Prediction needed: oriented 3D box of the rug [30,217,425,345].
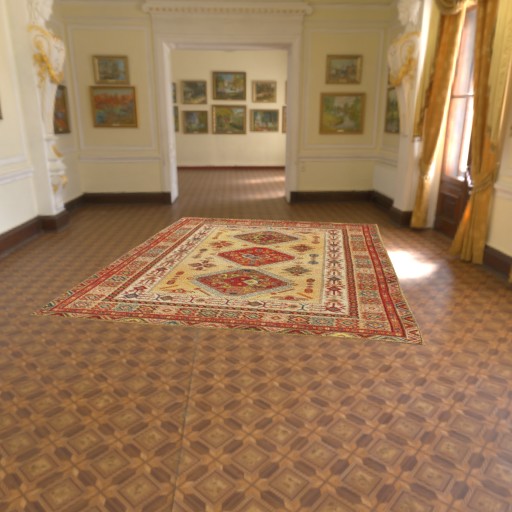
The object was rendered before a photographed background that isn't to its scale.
[{"bbox_3d":[0.000,0.000,4.121,2.460,0.005,3.067,3,17,9],"label":"rug"}]
